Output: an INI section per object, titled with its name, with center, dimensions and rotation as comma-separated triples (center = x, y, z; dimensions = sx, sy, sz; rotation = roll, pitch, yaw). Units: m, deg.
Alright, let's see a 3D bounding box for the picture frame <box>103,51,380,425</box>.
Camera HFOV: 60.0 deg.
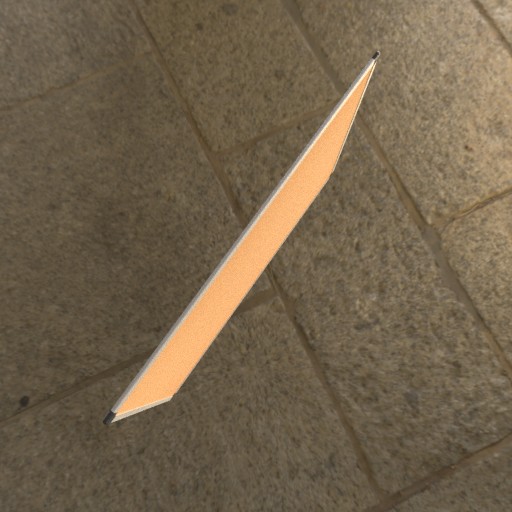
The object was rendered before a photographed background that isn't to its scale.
[picture frame]
center = 0.000, 0.000, 1.127
dimensions = 0.010, 0.600, 0.900
rotation = 34, 78, 8
